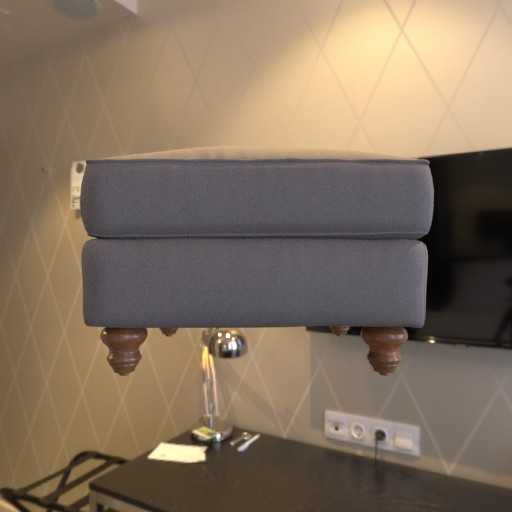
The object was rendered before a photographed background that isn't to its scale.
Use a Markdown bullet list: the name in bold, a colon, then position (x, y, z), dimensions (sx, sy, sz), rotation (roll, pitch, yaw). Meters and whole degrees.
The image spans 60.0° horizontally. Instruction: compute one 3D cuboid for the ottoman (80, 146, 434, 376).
- **ottoman**: position (0.000, 0.000, 1.175), dimensions (0.721, 0.505, 0.662), rotation (0, -1, 0)
